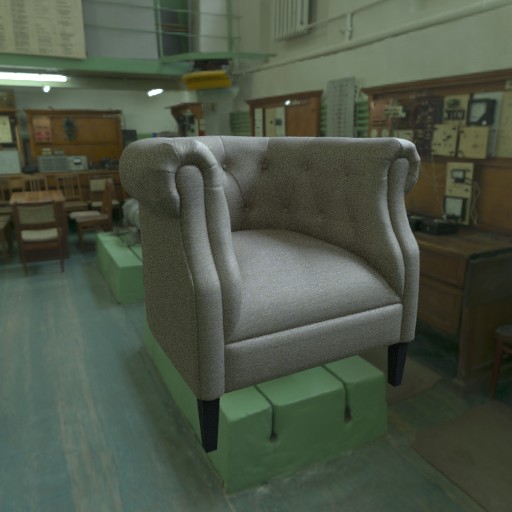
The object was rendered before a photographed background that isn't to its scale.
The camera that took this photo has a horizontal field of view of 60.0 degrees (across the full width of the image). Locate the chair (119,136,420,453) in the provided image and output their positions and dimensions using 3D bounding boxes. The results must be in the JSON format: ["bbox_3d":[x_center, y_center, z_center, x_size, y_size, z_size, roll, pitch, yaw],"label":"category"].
[{"bbox_3d":[0.000,0.000,1.585,0.905,0.827,0.852,-8,18,-27],"label":"chair"}]
